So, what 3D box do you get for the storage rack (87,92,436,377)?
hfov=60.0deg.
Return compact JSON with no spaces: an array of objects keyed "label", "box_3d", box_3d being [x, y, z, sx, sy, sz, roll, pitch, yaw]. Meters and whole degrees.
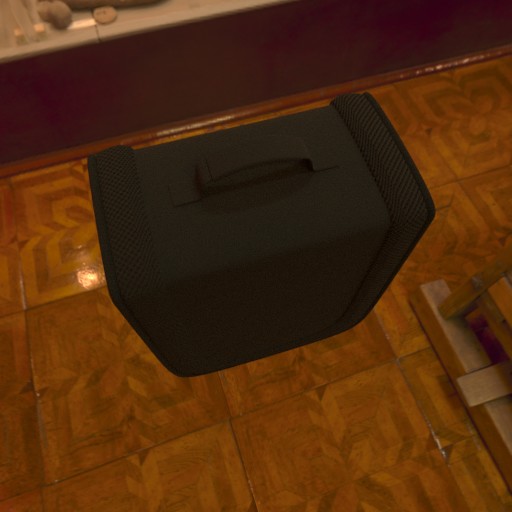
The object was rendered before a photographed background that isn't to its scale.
[{"label":"storage rack","box_3d":[0.000,0.000,0.551,0.297,0.387,0.168,-15,64,-8]}]
